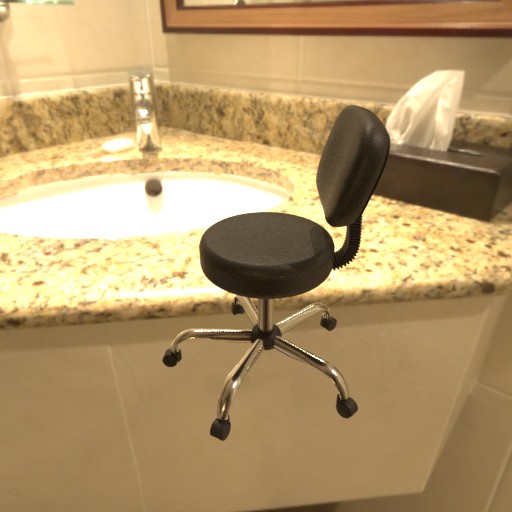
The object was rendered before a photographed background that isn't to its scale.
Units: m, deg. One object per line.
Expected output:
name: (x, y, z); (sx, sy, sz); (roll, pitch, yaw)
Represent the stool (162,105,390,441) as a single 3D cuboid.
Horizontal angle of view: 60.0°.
stool: (0.000, 0.000, 1.354); (0.648, 0.862, 0.673); (1, 28, 1)
